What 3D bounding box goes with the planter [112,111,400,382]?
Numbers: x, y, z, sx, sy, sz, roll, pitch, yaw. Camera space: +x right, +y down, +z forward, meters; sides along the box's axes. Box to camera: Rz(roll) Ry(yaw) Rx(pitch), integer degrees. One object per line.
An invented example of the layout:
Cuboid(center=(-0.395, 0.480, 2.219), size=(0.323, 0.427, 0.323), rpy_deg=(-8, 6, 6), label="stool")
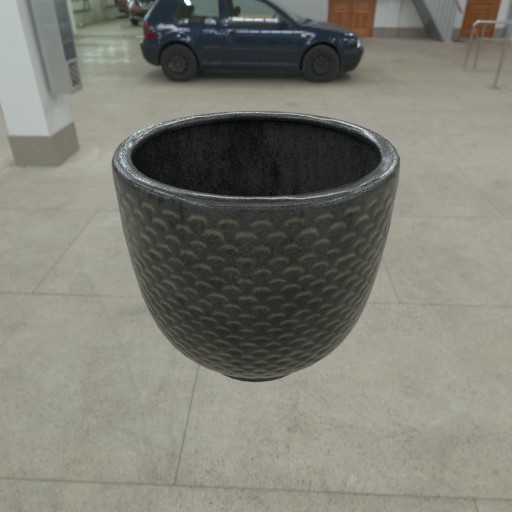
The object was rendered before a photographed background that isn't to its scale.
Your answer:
Cuboid(center=(0.000, 0.000, 0.312), size=(0.172, 0.160, 0.172), rpy_deg=(0, 32, 0), label="planter")
